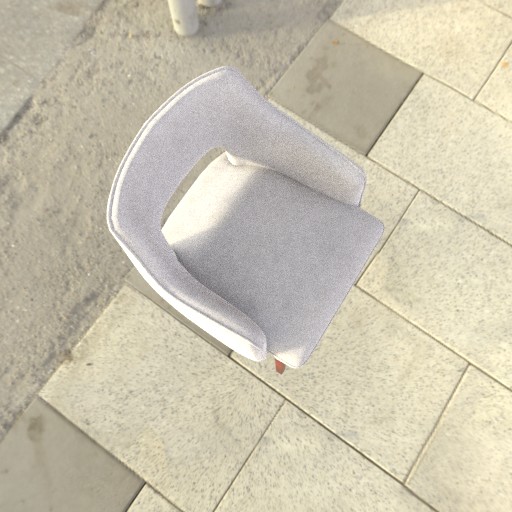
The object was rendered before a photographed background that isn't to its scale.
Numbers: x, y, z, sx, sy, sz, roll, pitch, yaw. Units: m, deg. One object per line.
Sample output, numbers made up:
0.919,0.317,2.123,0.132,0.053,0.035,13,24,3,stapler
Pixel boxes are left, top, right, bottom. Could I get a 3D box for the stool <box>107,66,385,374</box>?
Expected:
0.000,0.000,1.344,0.558,1.012,0.548,32,77,8,stool
